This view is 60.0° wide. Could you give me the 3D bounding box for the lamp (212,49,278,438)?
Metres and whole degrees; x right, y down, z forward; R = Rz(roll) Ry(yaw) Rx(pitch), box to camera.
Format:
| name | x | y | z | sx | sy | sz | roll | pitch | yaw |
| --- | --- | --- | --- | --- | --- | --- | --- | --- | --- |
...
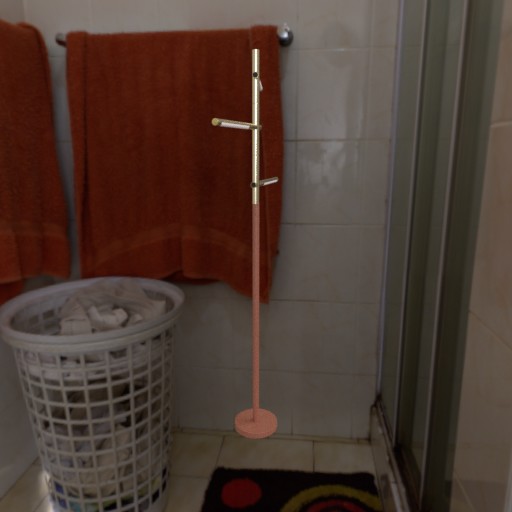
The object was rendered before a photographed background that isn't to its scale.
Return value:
| name | x | y | z | sx | sy | sz | roll | pitch | yaw |
| --- | --- | --- | --- | --- | --- | --- | --- | --- | --- |
| lamp | 0.000 | 0.000 | 1.982 | 0.209 | 1.704 | 0.737 | 2 | 13 | 8 |
